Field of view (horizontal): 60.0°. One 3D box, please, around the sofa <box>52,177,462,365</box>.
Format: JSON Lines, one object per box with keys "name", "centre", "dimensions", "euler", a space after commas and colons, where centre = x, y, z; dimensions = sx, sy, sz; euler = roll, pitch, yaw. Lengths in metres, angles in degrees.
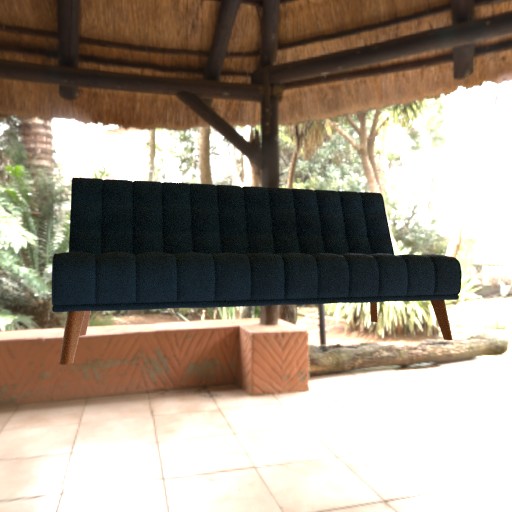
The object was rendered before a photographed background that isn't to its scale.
{"name": "sofa", "centre": [0.000, 0.000, 2.266], "dimensions": [1.804, 0.813, 0.855], "euler": [0, -1, -17]}
